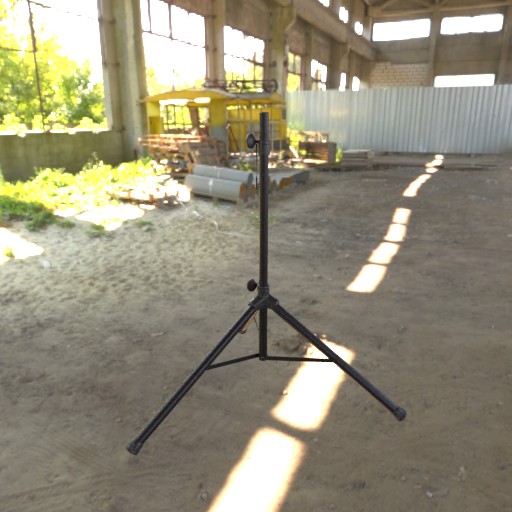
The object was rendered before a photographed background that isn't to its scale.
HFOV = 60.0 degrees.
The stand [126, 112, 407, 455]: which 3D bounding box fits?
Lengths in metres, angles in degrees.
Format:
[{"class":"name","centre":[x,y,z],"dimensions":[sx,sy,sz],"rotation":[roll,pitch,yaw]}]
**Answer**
[{"class":"stand","centre":[0.000,0.000,1.853],"dimensions":[1.045,1.136,0.907],"rotation":[-3,17,-9]}]
